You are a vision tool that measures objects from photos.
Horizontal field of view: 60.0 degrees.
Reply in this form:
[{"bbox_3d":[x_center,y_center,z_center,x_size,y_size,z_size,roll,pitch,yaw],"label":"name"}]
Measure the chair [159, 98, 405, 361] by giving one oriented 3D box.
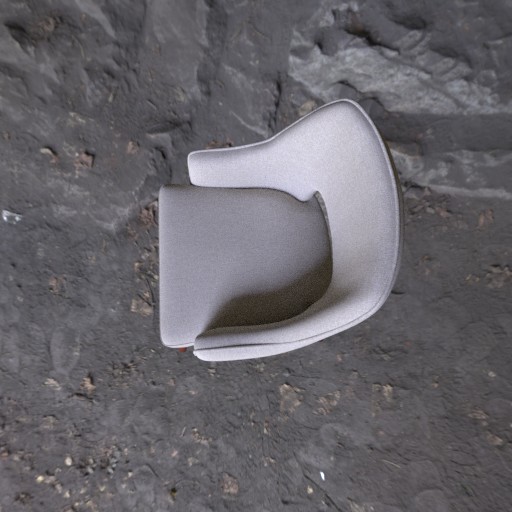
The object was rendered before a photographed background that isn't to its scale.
[{"bbox_3d":[0.000,0.000,1.240,0.580,0.840,0.560,-4,75,-1],"label":"chair"}]
